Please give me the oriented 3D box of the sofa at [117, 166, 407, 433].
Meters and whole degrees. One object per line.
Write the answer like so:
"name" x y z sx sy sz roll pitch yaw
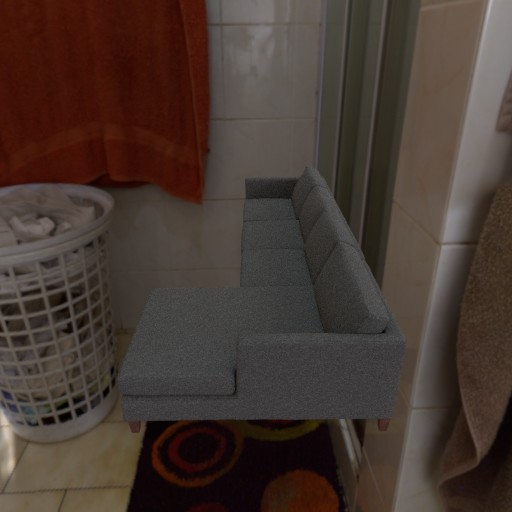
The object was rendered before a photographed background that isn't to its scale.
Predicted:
"sofa" 0.000 0.000 3.906 1.625 0.846 3.186 0 26 0
